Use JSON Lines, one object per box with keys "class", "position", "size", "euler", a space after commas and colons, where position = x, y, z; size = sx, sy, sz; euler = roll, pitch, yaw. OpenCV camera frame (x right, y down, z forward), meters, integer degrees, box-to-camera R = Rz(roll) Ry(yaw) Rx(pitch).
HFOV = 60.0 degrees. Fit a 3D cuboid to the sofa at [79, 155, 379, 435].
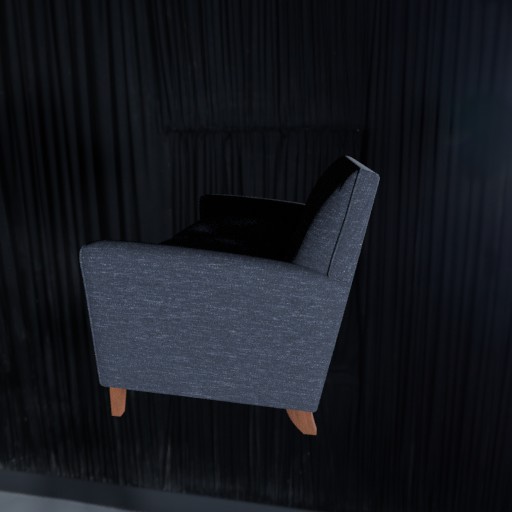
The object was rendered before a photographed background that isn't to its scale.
{"class": "sofa", "position": [0.000, 0.000, 1.978], "size": [0.875, 0.846, 1.420], "euler": [2, 14, 9]}
